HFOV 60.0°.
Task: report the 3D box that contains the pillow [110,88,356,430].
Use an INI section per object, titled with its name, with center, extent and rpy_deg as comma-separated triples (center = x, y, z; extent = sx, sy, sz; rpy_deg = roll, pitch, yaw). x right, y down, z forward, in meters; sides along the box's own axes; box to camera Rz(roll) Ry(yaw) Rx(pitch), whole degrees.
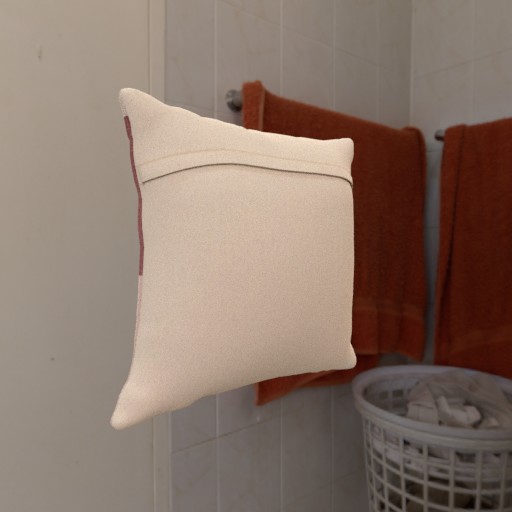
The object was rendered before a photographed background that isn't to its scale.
[pillow]
center = 0.000, 0.000, 0.807
extent = 0.536, 0.506, 0.229
rpy_deg = -2, 3, -37
